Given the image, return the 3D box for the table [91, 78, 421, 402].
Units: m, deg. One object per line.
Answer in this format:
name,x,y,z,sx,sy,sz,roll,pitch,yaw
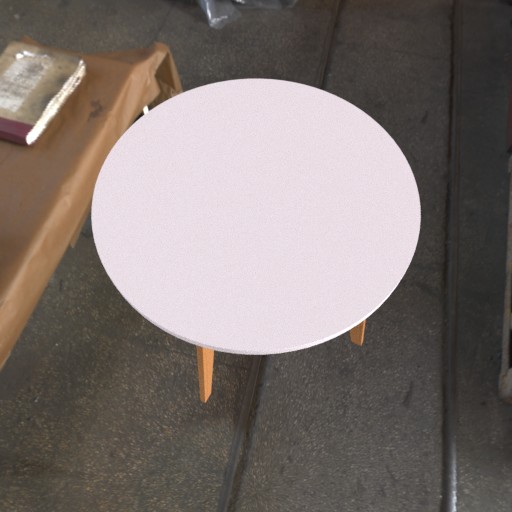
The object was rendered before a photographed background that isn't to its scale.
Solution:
table,0.000,0.000,1.559,0.896,0.762,0.896,0,62,0
